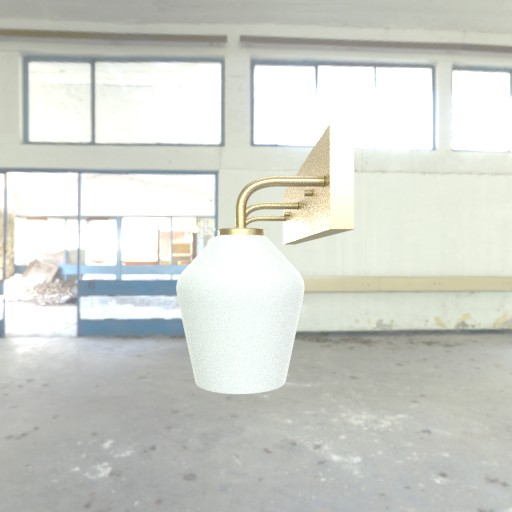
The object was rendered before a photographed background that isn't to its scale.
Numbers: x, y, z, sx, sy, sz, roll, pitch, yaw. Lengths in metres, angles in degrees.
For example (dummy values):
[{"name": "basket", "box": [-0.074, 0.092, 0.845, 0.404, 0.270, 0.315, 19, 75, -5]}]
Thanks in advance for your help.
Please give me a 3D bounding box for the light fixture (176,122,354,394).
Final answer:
[{"name": "light fixture", "box": [0.000, 0.000, 0.729, 0.190, 0.280, 0.609, 0, 0, -2]}]
